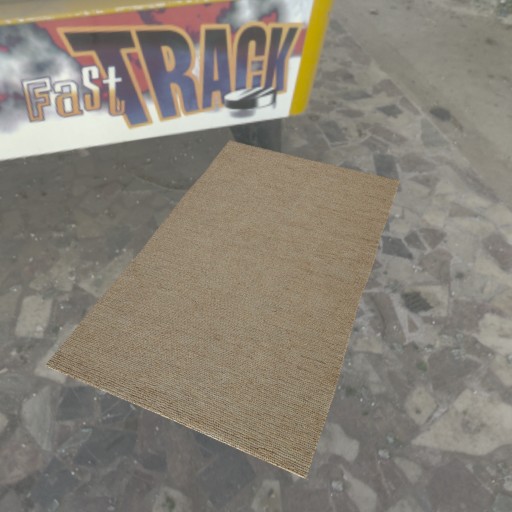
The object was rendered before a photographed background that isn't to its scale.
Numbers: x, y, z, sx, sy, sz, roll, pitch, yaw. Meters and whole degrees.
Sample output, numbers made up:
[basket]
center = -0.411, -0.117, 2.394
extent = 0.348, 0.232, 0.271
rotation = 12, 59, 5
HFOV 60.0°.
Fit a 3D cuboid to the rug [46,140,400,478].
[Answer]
[rug]
center = 0.000, 0.000, 3.033
extent = 1.533, 0.011, 2.439
rotation = 17, 49, 15
